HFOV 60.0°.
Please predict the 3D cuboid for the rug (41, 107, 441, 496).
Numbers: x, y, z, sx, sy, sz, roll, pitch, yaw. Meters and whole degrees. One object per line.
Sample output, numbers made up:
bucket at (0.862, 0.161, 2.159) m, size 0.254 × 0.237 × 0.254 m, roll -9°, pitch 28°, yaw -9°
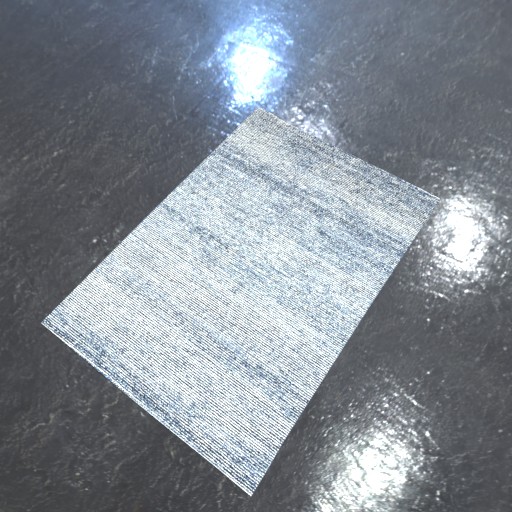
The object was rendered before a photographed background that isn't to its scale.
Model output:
rug at (0.000, 0.000, 2.982) m, size 1.624 × 0.030 × 2.349 m, roll 32°, pitch 66°, yaw 16°
